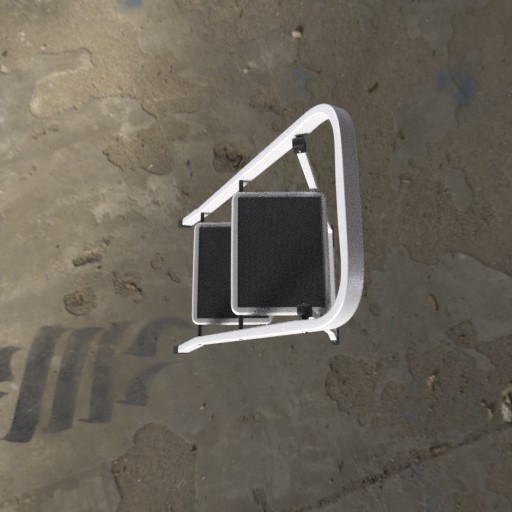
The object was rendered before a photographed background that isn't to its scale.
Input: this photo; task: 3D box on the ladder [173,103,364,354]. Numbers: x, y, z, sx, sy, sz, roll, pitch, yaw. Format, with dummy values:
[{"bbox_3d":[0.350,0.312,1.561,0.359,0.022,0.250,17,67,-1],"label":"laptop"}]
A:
[{"bbox_3d":[0.000,0.000,1.116,0.544,0.810,0.460,0,76,0],"label":"ladder"}]
